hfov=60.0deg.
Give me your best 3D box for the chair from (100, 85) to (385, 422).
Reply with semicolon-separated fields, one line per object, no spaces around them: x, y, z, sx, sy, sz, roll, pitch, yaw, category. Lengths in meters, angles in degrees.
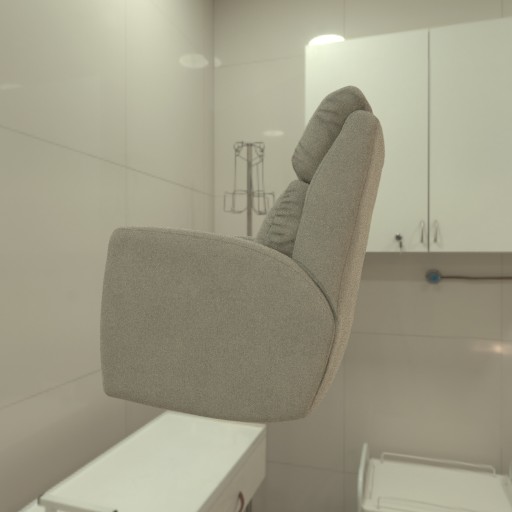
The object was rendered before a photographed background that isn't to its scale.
0.000;0.000;1.688;0.940;1.021;0.794;0;0;17;chair
